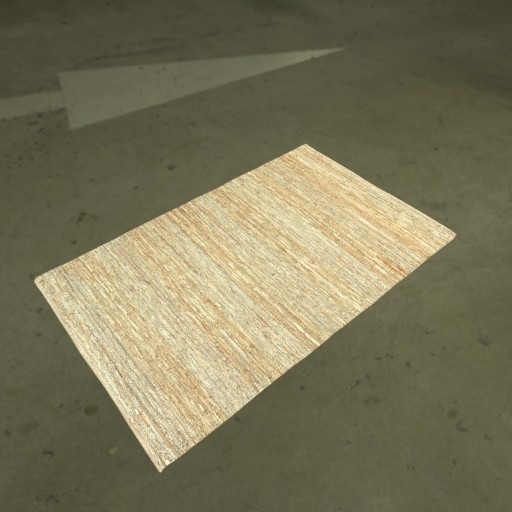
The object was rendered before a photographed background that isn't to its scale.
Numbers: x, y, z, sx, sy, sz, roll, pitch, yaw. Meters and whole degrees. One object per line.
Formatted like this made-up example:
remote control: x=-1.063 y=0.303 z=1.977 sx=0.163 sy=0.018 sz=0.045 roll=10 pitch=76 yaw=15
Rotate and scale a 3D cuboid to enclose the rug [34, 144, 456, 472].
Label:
rug: x=0.000 y=0.000 z=2.967 sx=2.446 sy=0.009 sz=1.529 roll=-32 pitch=54 yaw=-27
